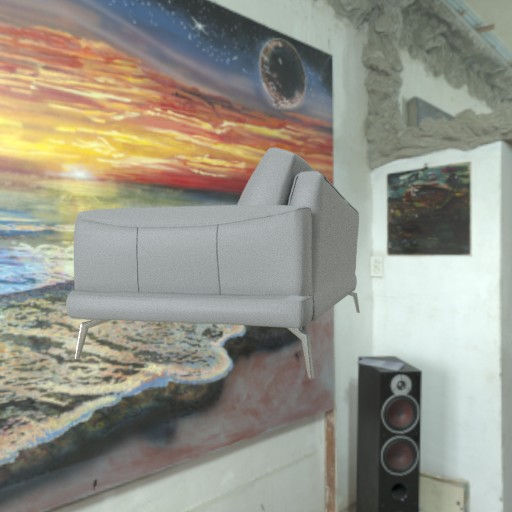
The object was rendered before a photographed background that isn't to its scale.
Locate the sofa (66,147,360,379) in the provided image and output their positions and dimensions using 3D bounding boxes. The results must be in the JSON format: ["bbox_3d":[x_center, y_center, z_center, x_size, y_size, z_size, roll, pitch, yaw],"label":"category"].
[{"bbox_3d":[0.000,0.000,2.775,1.121,0.930,2.177,0,0,18],"label":"sofa"}]
